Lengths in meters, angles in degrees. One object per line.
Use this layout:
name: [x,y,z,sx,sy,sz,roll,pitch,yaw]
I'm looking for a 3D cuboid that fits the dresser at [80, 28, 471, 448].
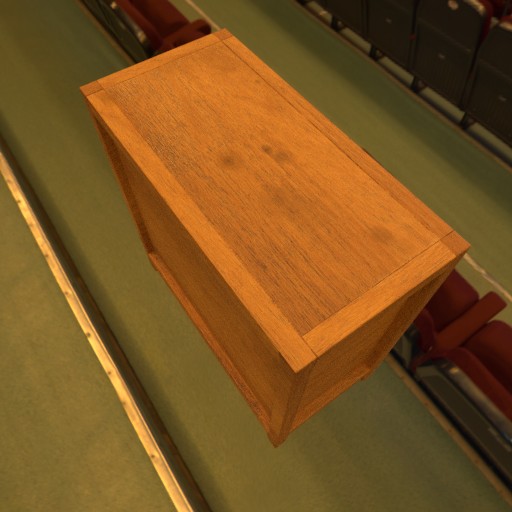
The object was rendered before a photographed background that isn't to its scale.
dresser: [0.000,0.000,1.247,0.427,0.804,0.804,-31,64,-17]
